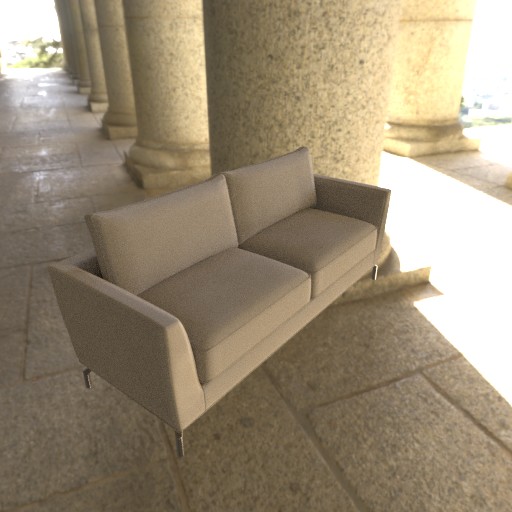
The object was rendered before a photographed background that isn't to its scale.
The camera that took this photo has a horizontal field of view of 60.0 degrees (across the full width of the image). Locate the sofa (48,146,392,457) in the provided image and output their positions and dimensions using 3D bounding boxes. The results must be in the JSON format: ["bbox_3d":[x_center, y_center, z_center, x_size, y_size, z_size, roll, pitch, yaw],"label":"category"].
[{"bbox_3d":[0.000,0.000,2.795,0.868,1.005,2.214,19,32,33],"label":"sofa"}]
